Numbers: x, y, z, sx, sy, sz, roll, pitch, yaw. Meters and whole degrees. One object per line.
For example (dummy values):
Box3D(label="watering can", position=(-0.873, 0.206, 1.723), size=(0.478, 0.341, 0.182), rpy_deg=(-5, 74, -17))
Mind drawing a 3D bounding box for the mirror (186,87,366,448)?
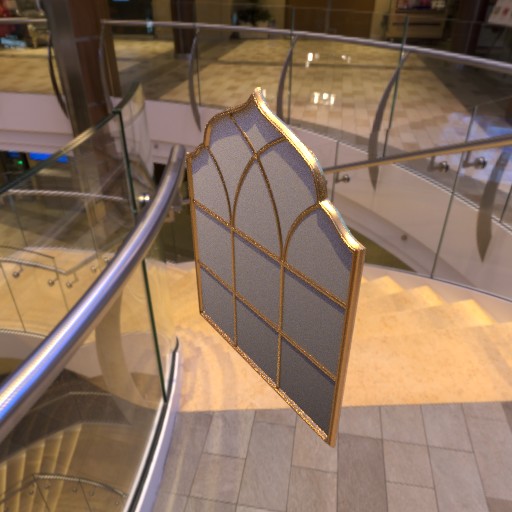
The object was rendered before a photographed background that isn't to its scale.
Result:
Box3D(label="mirror", position=(0.000, 0.000, 0.877), size=(0.018, 0.635, 0.513), rpy_deg=(-22, 38, -30))
